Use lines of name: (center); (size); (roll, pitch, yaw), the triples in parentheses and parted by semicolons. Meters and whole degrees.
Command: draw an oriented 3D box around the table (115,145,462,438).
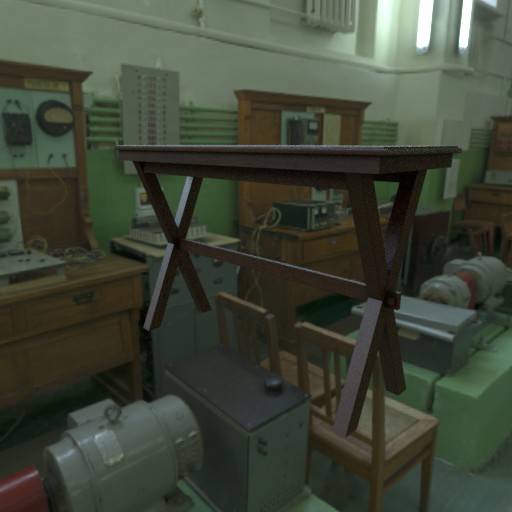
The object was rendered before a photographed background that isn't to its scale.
table: (0.000, 0.000, 1.579); (0.399, 0.763, 1.197); (-14, 20, -43)
